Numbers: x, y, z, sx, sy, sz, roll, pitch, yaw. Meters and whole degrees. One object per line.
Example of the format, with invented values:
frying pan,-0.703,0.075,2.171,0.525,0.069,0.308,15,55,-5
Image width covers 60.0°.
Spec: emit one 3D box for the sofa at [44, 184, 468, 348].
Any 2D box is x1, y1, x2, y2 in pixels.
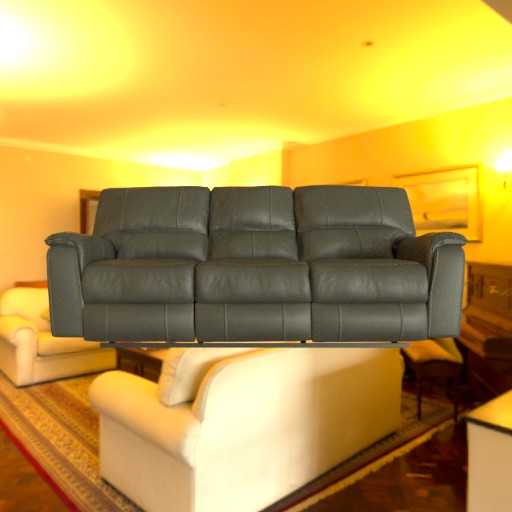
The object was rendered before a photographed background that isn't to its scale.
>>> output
sofa,0.000,0.000,3.178,2.627,1.134,1.104,0,1,0
